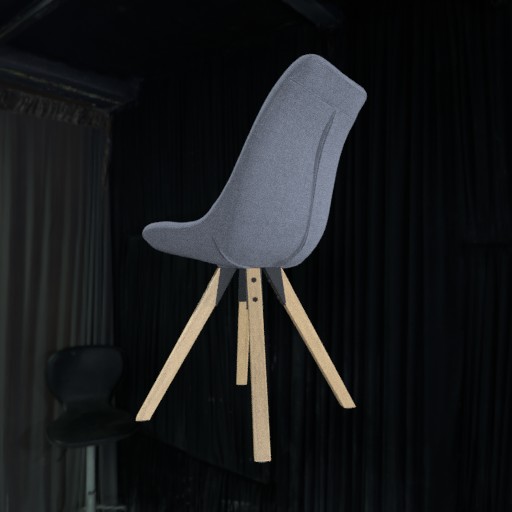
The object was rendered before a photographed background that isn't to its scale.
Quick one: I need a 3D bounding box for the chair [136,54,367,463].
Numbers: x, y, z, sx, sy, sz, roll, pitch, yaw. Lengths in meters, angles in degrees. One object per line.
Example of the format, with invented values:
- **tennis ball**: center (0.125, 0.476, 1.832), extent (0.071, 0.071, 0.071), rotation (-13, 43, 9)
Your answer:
- **chair**: center (0.000, 0.000, 1.188), extent (0.550, 0.850, 0.485), rotation (0, -1, 37)
